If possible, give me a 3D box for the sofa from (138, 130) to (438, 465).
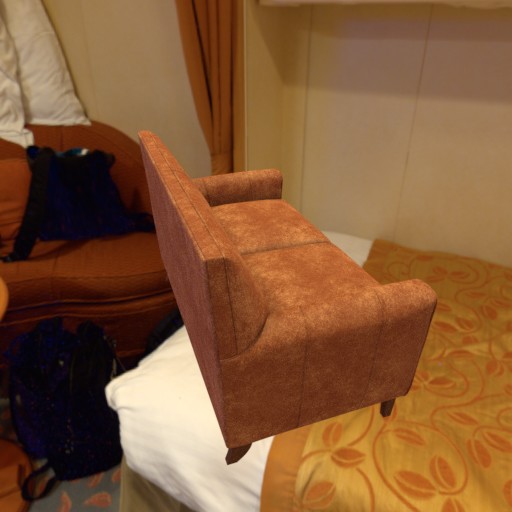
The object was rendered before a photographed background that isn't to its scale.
[{"bbox_3d":[0.000,0.000,1.998,0.787,0.871,1.473,-9,30,-17],"label":"sofa"}]
